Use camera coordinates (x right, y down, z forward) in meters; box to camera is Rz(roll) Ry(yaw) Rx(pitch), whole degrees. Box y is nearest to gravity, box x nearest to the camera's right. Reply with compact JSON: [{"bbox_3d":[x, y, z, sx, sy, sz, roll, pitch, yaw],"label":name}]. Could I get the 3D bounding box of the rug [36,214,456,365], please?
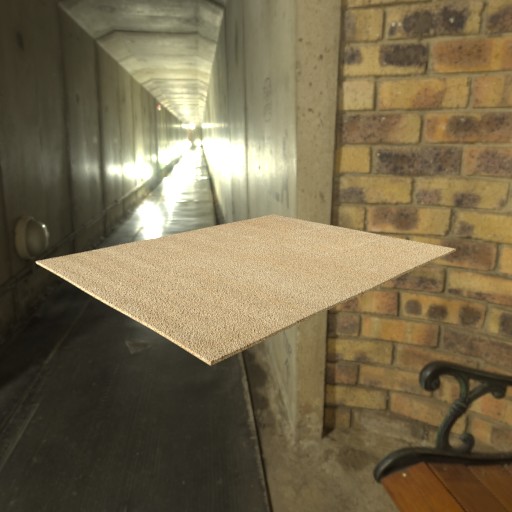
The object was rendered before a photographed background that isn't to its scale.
[{"bbox_3d":[0.000,0.000,4.037,3.000,0.025,2.400,-16,23,-42],"label":"rug"}]
